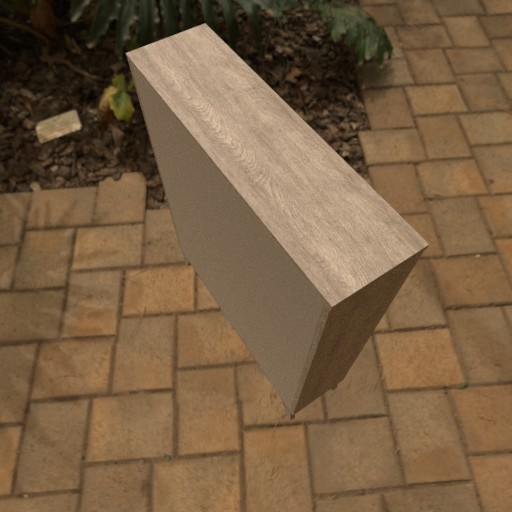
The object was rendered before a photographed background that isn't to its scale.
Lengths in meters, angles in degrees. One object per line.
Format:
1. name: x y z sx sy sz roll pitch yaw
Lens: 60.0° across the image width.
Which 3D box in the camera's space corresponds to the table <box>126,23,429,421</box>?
1. table: 0.000 0.000 1.541 0.256 1.135 0.902 -30 64 -16
